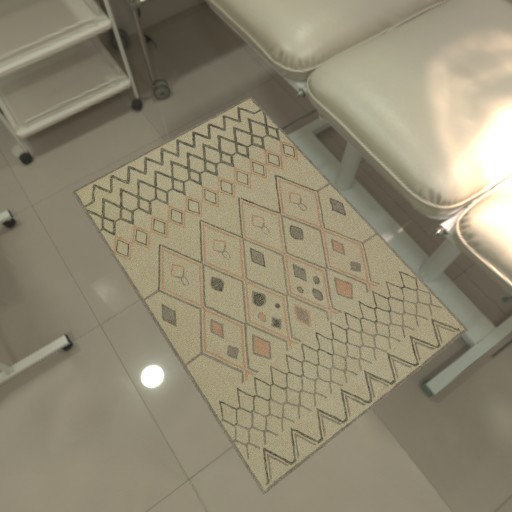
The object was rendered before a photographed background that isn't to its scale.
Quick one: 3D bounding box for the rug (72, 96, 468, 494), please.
[{"bbox_3d":[0.000,0.000,2.307,1.219,0.016,1.829,-33,69,-14],"label":"rug"}]
